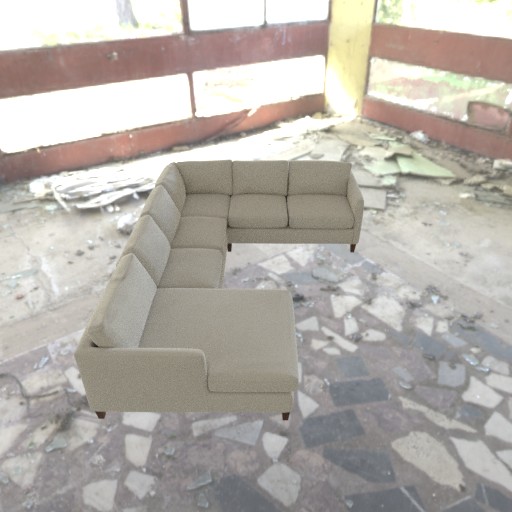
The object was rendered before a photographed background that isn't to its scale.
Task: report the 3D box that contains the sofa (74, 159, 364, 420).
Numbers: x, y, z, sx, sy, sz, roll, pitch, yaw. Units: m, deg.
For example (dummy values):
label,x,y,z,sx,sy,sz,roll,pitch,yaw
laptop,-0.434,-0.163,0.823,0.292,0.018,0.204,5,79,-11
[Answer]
label,x,y,z,sx,sy,sz,roll,pitch,yaw
sofa,0.000,0.000,4.672,2.593,0.956,3.459,0,33,1
